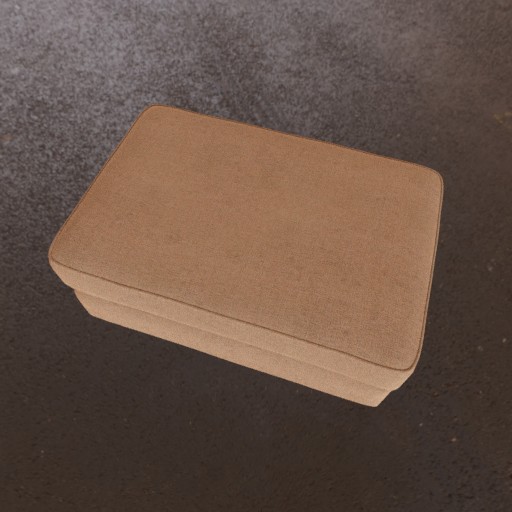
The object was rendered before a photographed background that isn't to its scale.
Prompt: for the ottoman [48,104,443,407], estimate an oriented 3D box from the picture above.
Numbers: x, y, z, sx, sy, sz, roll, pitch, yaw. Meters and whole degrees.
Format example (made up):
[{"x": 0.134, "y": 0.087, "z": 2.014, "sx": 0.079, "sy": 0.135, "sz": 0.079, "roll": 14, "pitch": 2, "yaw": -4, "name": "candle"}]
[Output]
[{"x": 0.000, "y": 0.000, "z": 1.250, "sx": 0.862, "sy": 0.484, "sz": 0.583, "roll": 16, "pitch": 60, "yaw": 9, "name": "ottoman"}]
